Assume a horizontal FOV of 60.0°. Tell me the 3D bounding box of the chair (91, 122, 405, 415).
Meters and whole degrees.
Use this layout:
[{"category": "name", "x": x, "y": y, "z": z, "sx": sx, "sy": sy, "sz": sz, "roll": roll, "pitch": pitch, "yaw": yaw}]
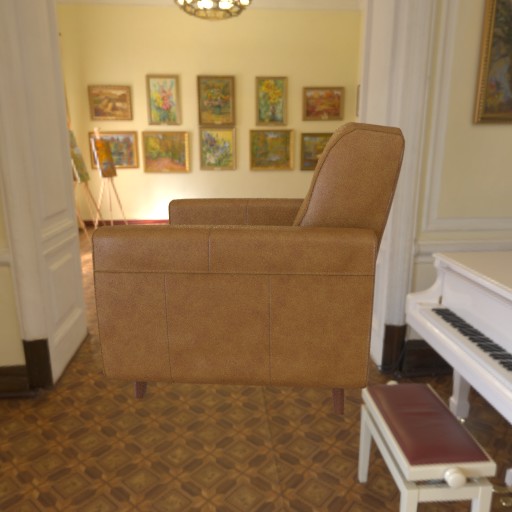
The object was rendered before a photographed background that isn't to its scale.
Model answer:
[{"category": "chair", "x": 0.000, "y": 0.000, "z": 1.694, "sx": 0.942, "sy": 0.968, "sz": 0.845, "roll": 2, "pitch": 14, "yaw": 8}]
